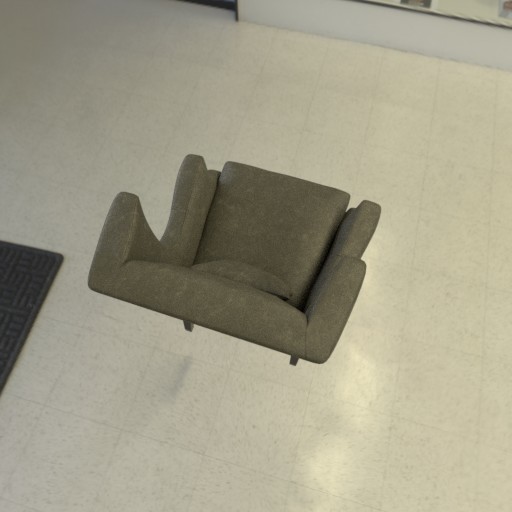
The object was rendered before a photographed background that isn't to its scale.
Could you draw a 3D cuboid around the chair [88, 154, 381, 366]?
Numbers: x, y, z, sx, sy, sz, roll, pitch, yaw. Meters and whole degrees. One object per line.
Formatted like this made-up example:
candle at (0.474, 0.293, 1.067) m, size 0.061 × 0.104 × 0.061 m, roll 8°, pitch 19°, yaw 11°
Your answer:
chair at (0.000, 0.000, 1.771) m, size 0.853 × 1.016 × 0.926 m, roll 16°, pitch 64°, yaw 8°
